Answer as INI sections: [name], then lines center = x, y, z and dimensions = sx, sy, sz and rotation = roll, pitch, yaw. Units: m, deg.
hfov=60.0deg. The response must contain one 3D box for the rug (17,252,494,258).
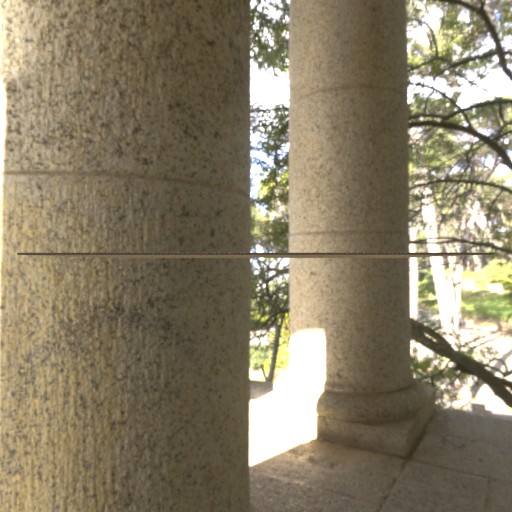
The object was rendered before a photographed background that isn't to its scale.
[rug]
center = 0.000, 0.000, 2.238
dimensions = 1.783, 0.008, 1.175
rotation = 0, -1, 1
